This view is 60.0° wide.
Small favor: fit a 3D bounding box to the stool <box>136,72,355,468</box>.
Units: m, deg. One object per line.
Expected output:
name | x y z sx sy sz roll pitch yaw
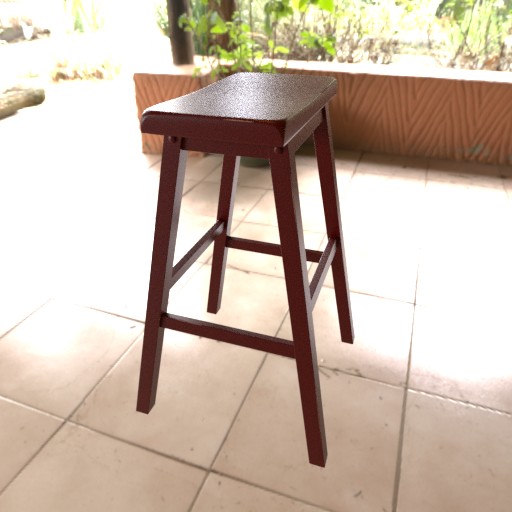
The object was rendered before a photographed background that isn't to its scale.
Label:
stool | 0.000 0.000 1.039 0.476 0.737 0.457 10 32 16
